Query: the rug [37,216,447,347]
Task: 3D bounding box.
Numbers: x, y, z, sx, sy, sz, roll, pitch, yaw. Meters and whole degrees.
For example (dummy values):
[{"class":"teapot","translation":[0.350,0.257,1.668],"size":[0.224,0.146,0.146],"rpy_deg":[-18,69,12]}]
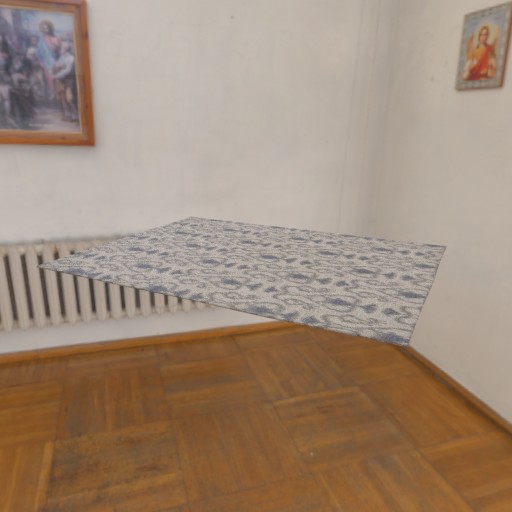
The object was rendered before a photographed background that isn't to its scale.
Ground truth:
[{"class":"rug","translation":[0.000,0.000,3.007],"size":[2.261,0.013,1.676],"rpy_deg":[9,19,26]}]
